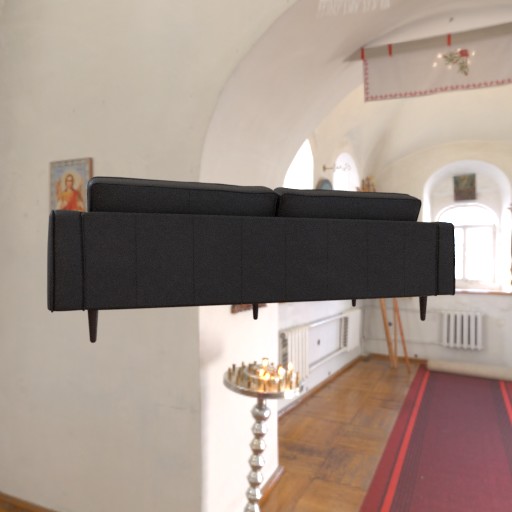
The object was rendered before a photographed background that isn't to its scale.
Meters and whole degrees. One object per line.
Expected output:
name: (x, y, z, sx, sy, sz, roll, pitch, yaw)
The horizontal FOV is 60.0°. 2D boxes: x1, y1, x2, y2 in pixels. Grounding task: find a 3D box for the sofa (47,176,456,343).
sofa: (0.000, 0.000, 2.638, 2.210, 0.762, 0.914, 0, 0, -20)
